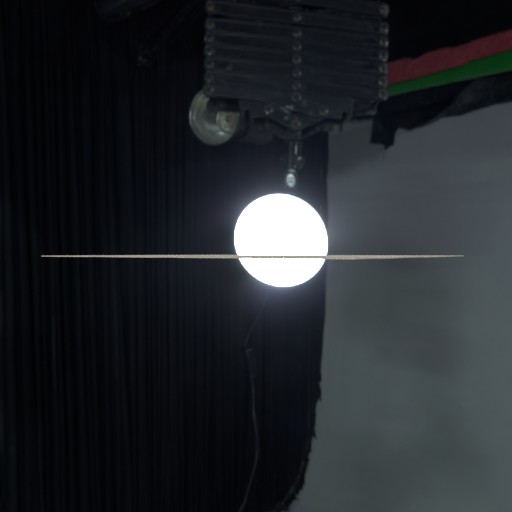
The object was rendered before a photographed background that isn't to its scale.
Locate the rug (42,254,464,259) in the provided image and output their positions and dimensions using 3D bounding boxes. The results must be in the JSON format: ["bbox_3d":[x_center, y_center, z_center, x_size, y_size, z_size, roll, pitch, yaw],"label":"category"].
[{"bbox_3d":[0.000,0.000,4.091,3.048,0.012,2.444,0,1,37],"label":"rug"}]
